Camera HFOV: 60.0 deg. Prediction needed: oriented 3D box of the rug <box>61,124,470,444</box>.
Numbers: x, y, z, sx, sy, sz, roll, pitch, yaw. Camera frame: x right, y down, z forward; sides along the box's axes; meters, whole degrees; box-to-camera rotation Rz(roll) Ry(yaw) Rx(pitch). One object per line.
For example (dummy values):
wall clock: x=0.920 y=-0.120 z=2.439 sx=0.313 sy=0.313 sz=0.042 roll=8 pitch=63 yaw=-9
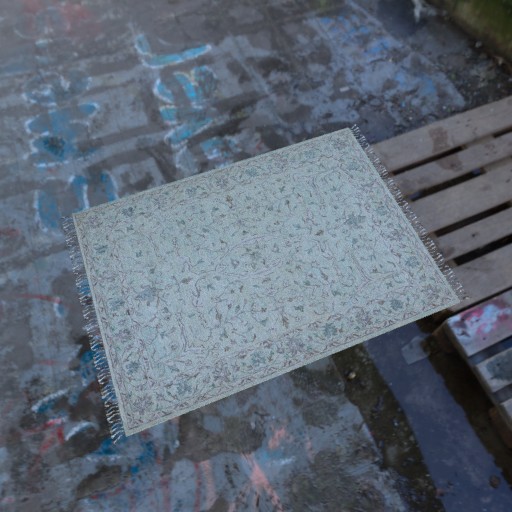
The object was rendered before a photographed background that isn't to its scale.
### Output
rug: x=0.000 y=0.000 z=2.305 sx=1.802 sy=0.008 sz=1.247 roll=-19 pitch=65 yaw=-10
